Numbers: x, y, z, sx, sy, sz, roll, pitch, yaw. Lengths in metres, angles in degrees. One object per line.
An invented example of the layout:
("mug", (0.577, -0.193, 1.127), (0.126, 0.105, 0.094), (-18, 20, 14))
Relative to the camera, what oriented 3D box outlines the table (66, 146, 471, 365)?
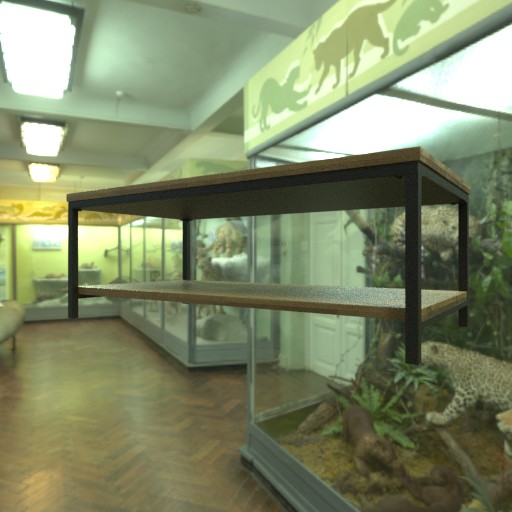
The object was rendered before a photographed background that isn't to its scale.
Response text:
("table", (0.000, 0.000, 1.341), (1.100, 0.399, 0.551), (0, 0, 34))
